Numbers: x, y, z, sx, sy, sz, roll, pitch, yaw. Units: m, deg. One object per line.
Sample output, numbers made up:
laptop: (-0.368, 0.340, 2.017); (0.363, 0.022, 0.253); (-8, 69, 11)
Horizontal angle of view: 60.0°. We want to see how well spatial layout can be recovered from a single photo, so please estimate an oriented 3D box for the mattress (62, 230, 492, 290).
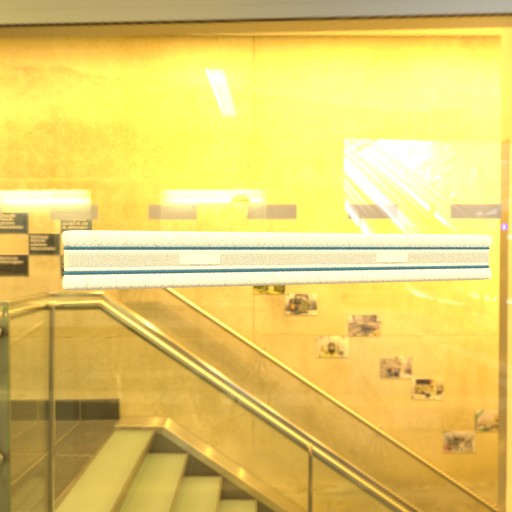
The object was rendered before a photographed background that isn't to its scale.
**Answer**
mattress: (0.000, 0.000, 2.701); (2.000, 0.230, 1.600); (0, 1, -17)
